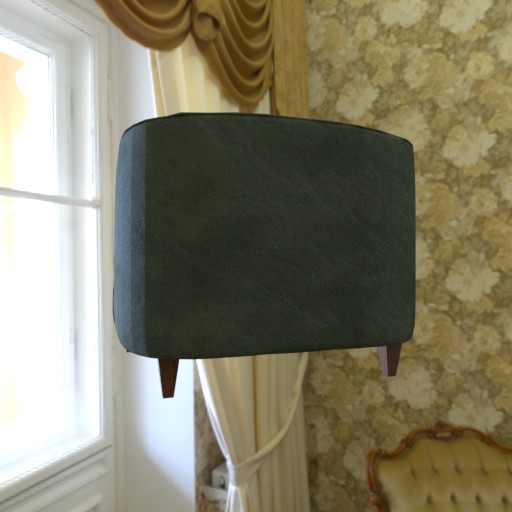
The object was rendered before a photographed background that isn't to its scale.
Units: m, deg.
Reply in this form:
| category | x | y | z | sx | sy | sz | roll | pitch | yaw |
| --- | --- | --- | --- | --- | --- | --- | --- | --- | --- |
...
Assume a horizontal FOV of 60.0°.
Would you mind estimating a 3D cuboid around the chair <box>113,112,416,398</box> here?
| category | x | y | z | sx | sy | sz | roll | pitch | yaw |
| --- | --- | --- | --- | --- | --- | --- | --- | --- | --- |
| chair | 0.000 | 0.000 | 1.797 | 1.104 | 0.852 | 0.941 | 0 | 0 | -18 |
